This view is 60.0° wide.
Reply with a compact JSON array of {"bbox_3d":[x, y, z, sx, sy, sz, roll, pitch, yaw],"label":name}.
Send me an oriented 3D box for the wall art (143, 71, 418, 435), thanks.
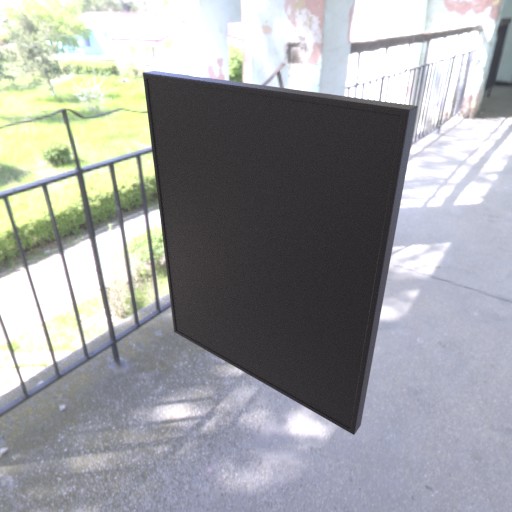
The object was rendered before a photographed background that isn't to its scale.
[{"bbox_3d":[0.000,0.000,0.760,0.451,0.551,0.028,21,37,32],"label":"wall art"}]
